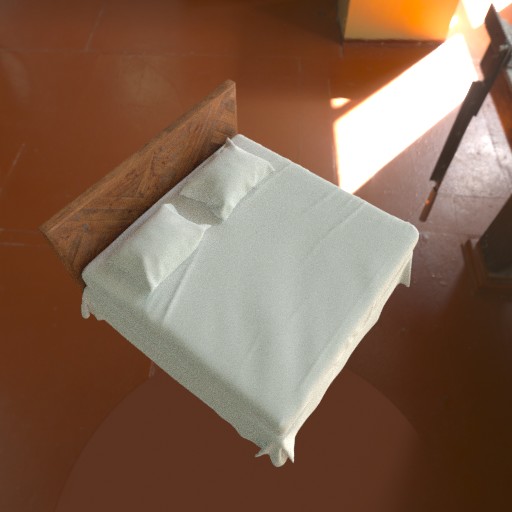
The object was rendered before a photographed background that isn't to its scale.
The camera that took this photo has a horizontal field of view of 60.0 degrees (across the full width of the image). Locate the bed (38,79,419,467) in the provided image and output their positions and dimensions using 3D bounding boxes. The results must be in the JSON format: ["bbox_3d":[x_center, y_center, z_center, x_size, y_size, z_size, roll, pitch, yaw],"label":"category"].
[{"bbox_3d":[0.000,0.000,3.523,2.165,1.158,2.255,33,63,19],"label":"bed"}]
